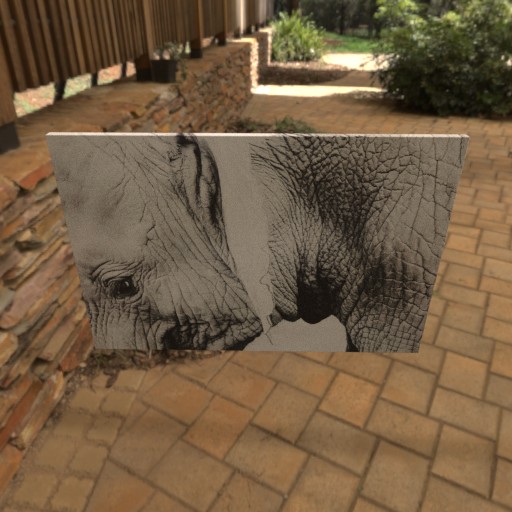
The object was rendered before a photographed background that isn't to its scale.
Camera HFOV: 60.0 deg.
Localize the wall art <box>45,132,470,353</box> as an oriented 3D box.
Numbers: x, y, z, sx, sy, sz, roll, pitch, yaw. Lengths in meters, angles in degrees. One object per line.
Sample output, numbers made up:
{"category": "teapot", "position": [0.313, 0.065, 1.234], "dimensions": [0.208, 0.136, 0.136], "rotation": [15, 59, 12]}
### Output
{"category": "wall art", "position": [0.000, 0.000, 1.113], "dimensions": [0.914, 0.607, 0.023], "rotation": [1, 30, 1]}
